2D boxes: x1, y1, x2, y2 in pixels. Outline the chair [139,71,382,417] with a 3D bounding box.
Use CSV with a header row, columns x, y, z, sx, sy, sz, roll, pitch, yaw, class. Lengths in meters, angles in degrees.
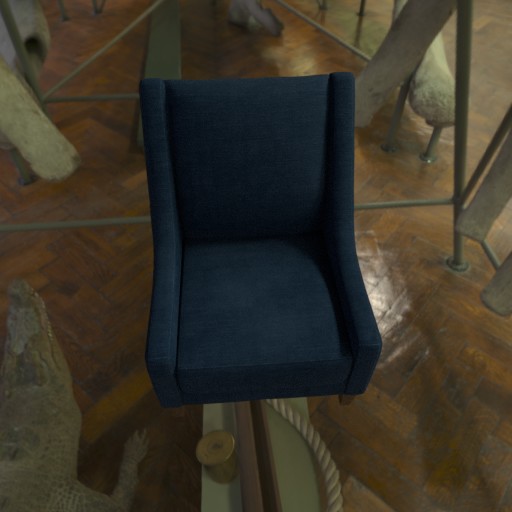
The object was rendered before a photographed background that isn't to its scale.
x,y,z,sx,sy,sz,roll,pitch,yaw,class
0.000,0.000,1.648,0.774,1.014,0.870,-3,48,-3,chair
